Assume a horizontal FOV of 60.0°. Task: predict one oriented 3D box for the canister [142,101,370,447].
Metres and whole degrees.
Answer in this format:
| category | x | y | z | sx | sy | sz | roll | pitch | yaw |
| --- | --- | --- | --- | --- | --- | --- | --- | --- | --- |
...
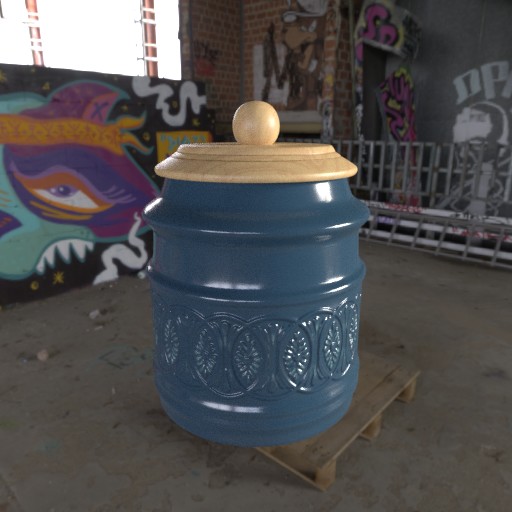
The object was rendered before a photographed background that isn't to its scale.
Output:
| category | x | y | z | sx | sy | sz | roll | pitch | yaw |
| --- | --- | --- | --- | --- | --- | --- | --- | --- | --- |
| canister | 0.000 | 0.000 | 0.267 | 0.130 | 0.176 | 0.130 | 0 | 16 | 0 |
